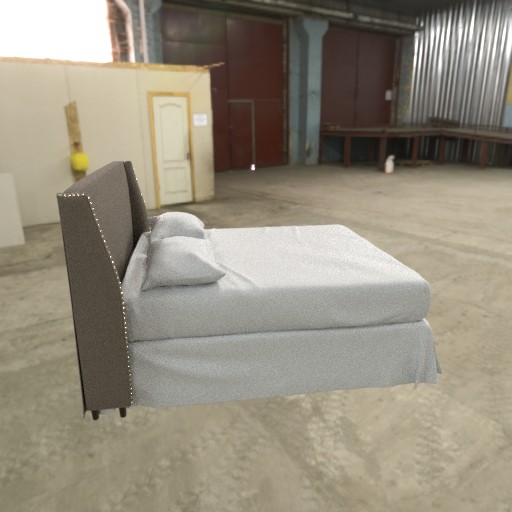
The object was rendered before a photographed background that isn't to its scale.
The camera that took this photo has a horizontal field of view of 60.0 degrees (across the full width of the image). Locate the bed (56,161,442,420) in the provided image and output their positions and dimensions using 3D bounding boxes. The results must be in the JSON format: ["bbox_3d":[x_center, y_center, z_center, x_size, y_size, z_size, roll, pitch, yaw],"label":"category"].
[{"bbox_3d":[0.000,0.000,3.384,2.276,1.332,1.925,-3,17,-8],"label":"bed"}]
